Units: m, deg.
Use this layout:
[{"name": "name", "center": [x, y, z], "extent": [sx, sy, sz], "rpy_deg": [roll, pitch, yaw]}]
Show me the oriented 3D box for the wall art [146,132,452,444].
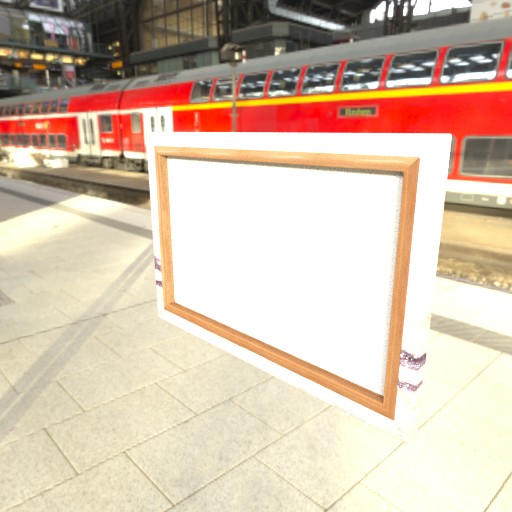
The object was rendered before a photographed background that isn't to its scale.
[{"name": "wall art", "center": [0.000, 0.000, 1.137], "extent": [0.038, 0.609, 0.913], "rpy_deg": [-15, 22, -43]}]
